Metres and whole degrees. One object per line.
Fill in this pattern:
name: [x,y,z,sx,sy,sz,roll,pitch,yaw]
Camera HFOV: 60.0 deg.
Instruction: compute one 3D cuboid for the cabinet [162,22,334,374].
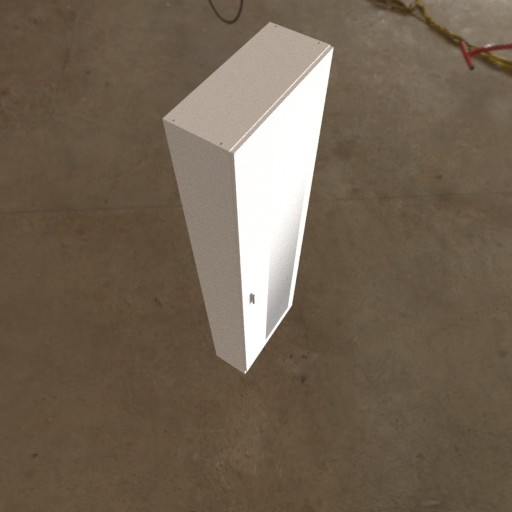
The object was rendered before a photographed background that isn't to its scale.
cabinet: [0.000,0.000,1.945,0.230,1.790,0.500,29,63,17]
